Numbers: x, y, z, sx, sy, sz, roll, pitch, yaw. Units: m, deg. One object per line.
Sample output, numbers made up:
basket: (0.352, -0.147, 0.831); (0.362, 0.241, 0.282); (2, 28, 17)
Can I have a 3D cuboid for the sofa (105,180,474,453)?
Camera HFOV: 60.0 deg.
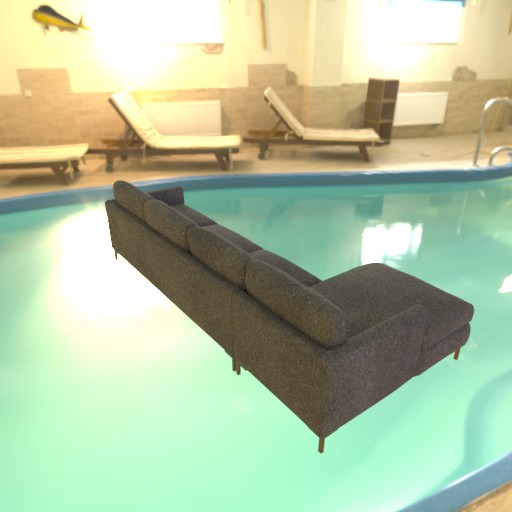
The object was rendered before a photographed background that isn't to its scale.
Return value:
sofa: (0.000, 0.000, 3.505); (1.350, 0.810, 2.932); (-18, 32, -33)
